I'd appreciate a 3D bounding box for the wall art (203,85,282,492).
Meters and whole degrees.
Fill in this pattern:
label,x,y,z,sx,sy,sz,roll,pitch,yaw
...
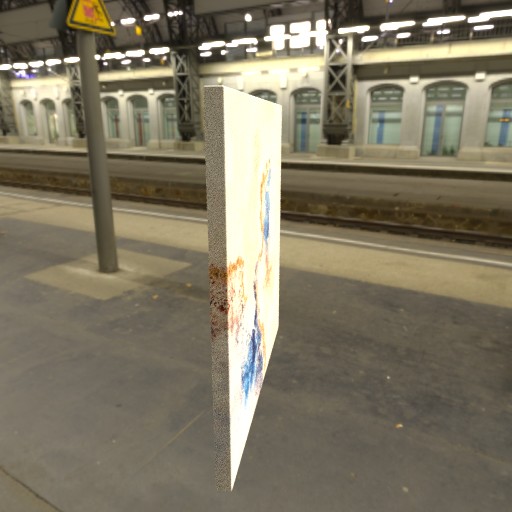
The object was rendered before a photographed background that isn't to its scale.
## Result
label,x,y,z,sx,sy,sz,roll,pitch,yaw
wall art,0.000,0.000,1.331,0.038,0.889,0.889,3,17,9
